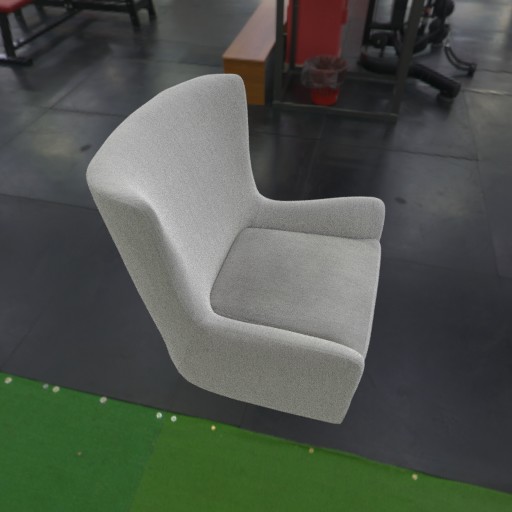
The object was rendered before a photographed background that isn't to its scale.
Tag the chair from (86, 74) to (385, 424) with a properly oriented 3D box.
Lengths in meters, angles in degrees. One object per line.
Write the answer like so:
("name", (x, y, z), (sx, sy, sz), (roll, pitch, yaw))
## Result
("chair", (0.000, 0.000, 1.631), (0.904, 1.000, 0.779), (12, 47, 11))
